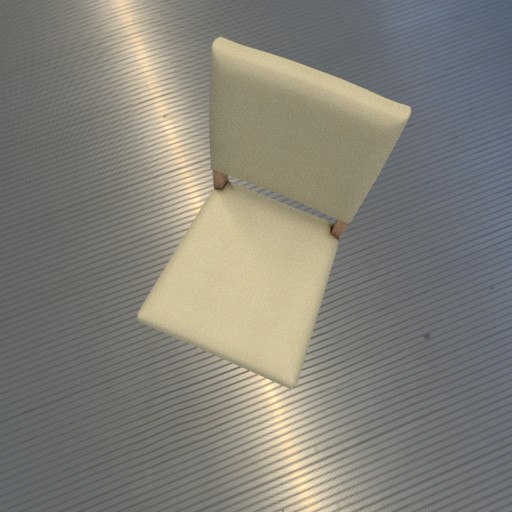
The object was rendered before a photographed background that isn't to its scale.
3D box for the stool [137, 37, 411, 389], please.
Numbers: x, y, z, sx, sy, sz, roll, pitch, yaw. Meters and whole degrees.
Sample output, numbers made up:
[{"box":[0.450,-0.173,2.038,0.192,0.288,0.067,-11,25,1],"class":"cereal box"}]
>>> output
[{"box":[0.000,0.000,1.319,0.508,0.986,0.623,23,77,6],"class":"stool"}]
